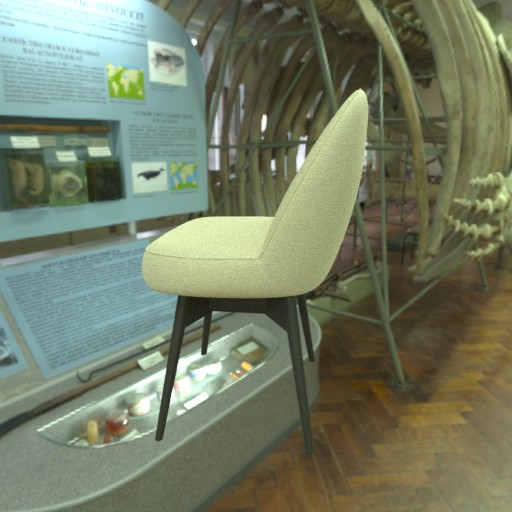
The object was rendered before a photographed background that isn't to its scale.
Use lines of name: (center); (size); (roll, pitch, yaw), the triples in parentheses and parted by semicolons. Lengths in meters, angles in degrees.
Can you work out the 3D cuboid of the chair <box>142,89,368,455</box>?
chair: (0.000, 0.000, 1.195); (0.540, 0.838, 0.532); (2, 15, 7)
